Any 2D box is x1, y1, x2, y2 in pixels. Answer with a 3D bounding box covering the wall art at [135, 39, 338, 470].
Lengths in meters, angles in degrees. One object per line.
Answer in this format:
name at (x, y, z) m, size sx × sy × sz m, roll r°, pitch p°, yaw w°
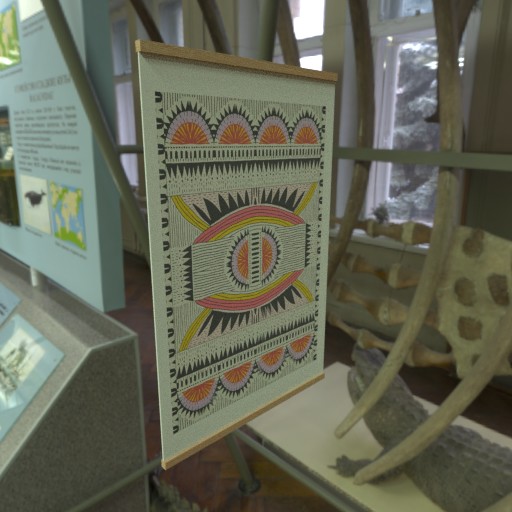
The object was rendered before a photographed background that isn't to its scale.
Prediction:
wall art at (0.000, 0.000, 1.873) m, size 0.999 × 1.533 × 0.028 m, roll -13°, pitch 20°, yaw -42°
